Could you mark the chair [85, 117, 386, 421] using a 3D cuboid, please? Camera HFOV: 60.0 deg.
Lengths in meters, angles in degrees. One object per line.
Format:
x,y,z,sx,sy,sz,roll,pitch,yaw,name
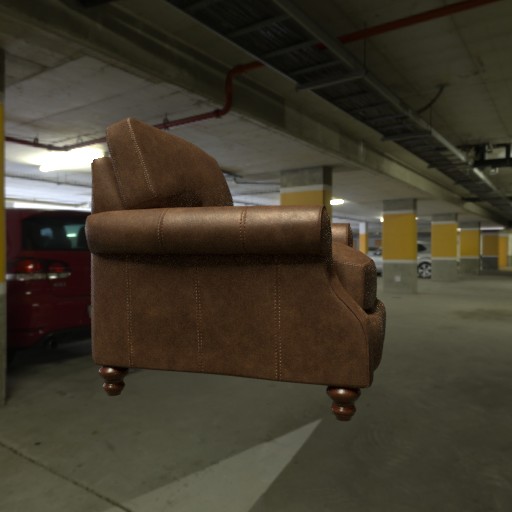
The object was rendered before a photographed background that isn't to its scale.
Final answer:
0.000,0.000,1.783,1.002,0.976,0.996,0,0,17,chair
